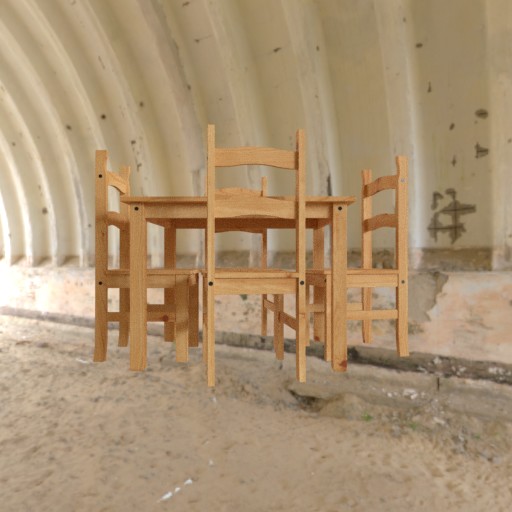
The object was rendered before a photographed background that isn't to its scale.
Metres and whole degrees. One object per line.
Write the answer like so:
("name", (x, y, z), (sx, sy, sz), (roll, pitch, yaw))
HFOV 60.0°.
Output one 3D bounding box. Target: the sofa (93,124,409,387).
("sofa", (0.000, 0.000, 2.253), (1.529, 1.000, 1.144), (0, 0, 1))
